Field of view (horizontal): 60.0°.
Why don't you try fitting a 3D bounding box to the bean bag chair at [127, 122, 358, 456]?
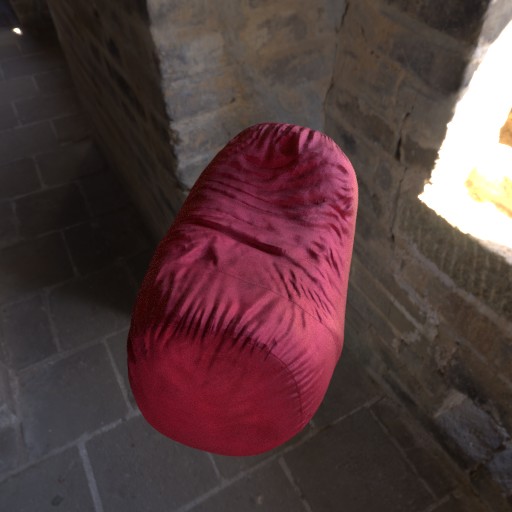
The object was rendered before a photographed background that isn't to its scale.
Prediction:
[{"bbox_3d":[0.000,0.000,2.760,1.216,0.867,2.293,11,48,10],"label":"bean bag chair"}]
